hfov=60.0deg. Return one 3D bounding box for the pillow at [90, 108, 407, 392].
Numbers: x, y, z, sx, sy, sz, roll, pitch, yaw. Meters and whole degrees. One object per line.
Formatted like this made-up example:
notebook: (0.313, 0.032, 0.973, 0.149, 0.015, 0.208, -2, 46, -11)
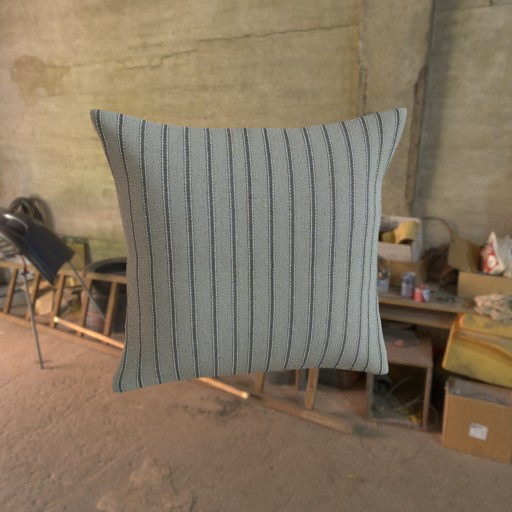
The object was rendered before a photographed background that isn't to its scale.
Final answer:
pillow: (0.000, 0.000, 0.693, 0.468, 0.444, 0.138, -2, 15, -8)
